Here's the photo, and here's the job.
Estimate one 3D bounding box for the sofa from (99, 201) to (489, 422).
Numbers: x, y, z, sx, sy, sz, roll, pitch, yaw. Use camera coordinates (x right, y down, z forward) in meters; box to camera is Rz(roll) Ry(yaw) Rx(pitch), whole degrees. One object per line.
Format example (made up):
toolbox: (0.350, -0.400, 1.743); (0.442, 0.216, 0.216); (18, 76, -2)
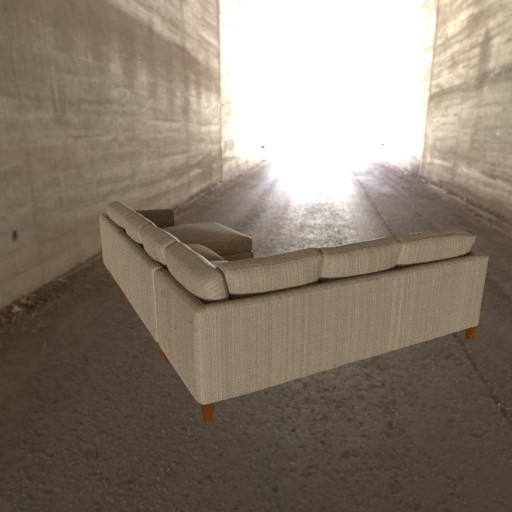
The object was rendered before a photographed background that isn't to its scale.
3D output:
sofa: (0.000, 0.000, 4.595); (2.594, 0.961, 3.460); (-8, 18, -27)
